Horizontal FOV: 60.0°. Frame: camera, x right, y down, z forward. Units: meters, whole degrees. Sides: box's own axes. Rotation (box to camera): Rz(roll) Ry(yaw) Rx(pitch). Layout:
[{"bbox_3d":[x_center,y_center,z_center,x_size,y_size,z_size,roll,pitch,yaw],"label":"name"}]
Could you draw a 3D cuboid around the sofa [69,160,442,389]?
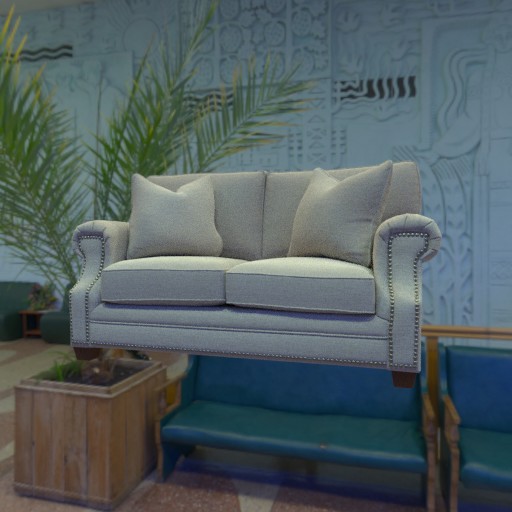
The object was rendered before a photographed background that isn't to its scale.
[{"bbox_3d":[0.000,0.000,2.275,1.701,0.966,0.966,0,1,17],"label":"sofa"}]
